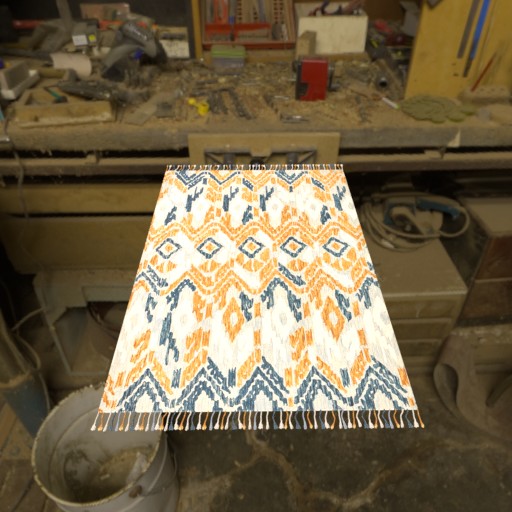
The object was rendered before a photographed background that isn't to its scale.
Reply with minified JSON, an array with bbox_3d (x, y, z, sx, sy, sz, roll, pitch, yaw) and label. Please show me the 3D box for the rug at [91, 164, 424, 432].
[{"bbox_3d":[0.000,0.000,2.939,1.533,0.010,2.428,0,41,0],"label":"rug"}]
